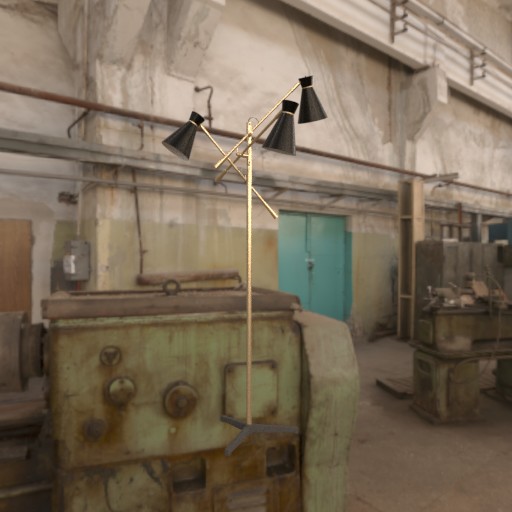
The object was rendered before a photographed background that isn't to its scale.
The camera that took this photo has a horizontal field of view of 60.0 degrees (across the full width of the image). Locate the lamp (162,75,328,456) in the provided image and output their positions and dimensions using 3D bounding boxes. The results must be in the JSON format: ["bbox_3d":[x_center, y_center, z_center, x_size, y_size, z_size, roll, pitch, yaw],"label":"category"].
[{"bbox_3d":[0.000,0.000,2.154,0.750,1.804,0.653,0,0,-37],"label":"lamp"}]
